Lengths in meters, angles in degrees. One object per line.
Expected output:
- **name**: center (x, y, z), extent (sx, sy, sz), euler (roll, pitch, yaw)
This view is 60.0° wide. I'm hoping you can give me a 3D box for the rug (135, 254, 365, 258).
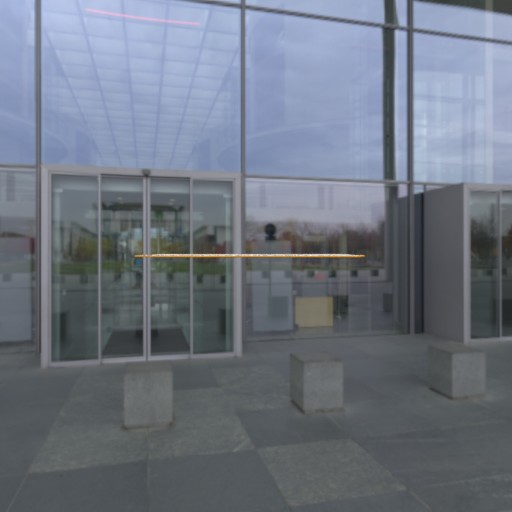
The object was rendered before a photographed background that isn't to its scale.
- **rug**: center (0.000, 0.000, 2.498), extent (0.704, 0.014, 2.294), euler (0, 0, 1)
